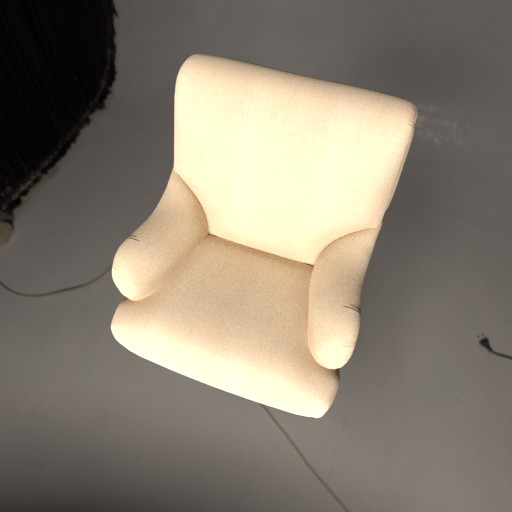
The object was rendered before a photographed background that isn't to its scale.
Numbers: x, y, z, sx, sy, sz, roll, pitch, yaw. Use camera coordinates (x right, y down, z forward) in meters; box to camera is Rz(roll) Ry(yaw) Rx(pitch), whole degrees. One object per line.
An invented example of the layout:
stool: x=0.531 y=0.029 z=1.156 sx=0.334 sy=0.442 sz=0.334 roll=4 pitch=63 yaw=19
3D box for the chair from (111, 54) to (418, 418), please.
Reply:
chair: x=0.000 y=0.000 z=1.509 sx=0.766 sy=0.944 sz=0.842 roll=17 pitch=59 yaw=11
